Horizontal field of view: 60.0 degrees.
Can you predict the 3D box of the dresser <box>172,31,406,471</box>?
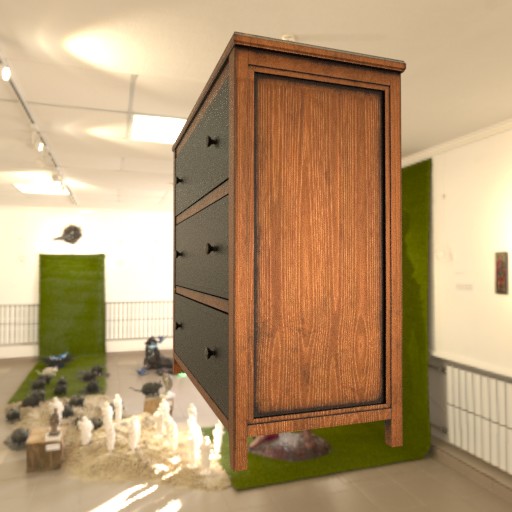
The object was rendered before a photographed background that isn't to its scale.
[{"bbox_3d":[0.000,0.000,1.897,0.591,1.224,1.250,0,-1,-19],"label":"dresser"}]
